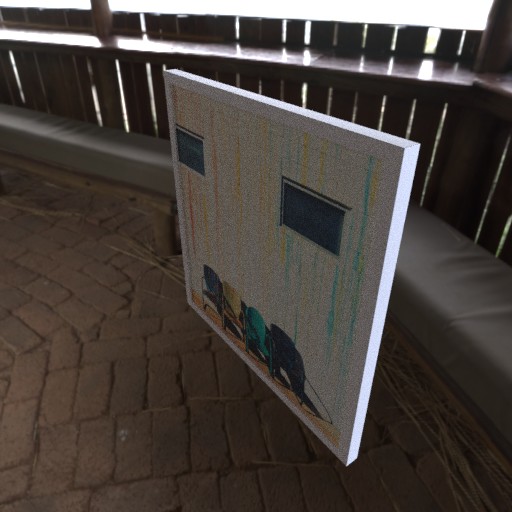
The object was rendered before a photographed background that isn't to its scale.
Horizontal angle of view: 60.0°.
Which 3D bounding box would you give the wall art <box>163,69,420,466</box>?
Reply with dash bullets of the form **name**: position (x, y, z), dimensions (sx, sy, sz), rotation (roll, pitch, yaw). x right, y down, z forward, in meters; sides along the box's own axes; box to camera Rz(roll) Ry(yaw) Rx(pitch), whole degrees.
- **wall art**: position (0.000, 0.000, 1.099), dimensions (0.036, 0.760, 0.760), rotation (-21, 38, -30)
